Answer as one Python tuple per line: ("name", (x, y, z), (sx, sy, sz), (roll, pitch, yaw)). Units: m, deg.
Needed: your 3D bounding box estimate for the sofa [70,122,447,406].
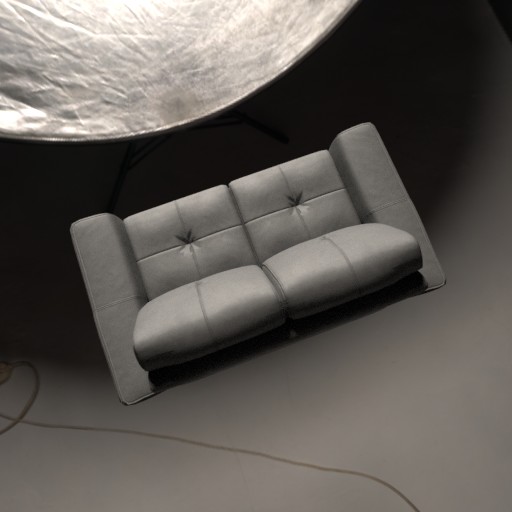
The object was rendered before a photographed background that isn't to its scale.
("sofa", (0.000, 0.000, 2.407), (1.806, 0.907, 1.018), (-20, 77, -5))
